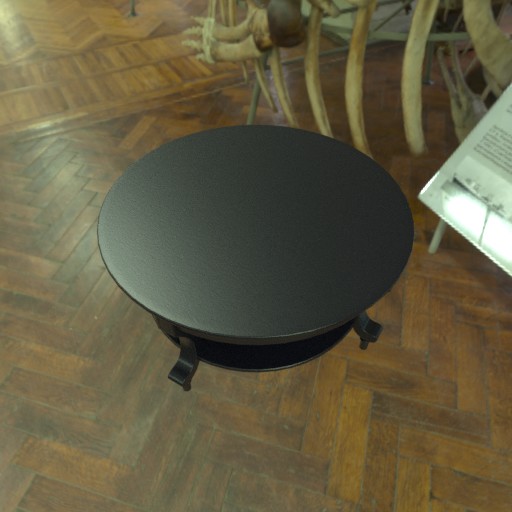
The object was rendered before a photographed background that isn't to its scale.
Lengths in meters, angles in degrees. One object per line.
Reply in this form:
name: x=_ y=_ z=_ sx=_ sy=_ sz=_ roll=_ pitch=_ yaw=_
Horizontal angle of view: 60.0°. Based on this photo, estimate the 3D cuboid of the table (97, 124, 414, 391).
table: x=0.000 y=0.000 z=1.649 sx=1.029 sy=0.491 sz=1.029 roll=0 pitch=47 yaw=0
